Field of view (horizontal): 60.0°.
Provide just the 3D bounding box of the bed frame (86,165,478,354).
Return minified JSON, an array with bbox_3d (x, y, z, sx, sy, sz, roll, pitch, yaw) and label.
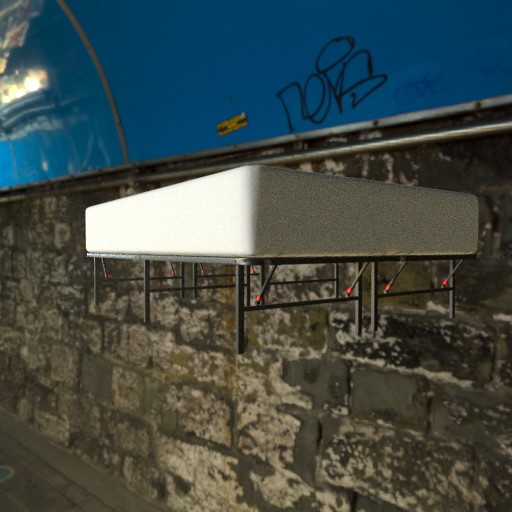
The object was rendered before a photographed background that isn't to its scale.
[{"bbox_3d":[0.000,0.000,2.744,1.528,0.677,2.037,-1,1,-36],"label":"bed frame"}]
